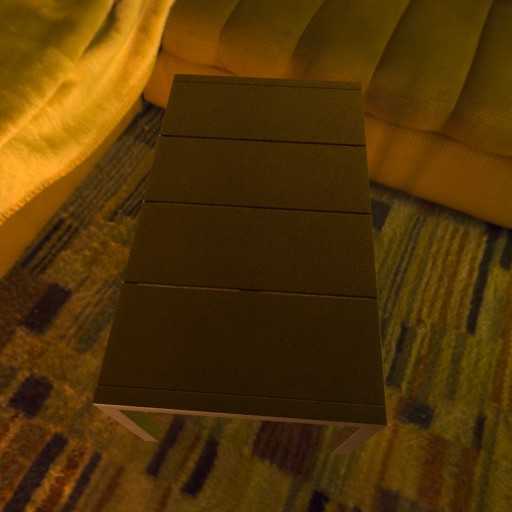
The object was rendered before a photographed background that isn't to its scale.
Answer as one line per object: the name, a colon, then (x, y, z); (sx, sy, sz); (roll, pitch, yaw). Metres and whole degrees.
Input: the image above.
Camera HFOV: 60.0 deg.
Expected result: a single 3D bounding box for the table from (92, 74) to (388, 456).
table: (0.000, 0.000, 1.272); (0.559, 0.460, 0.965); (3, 59, 2)
